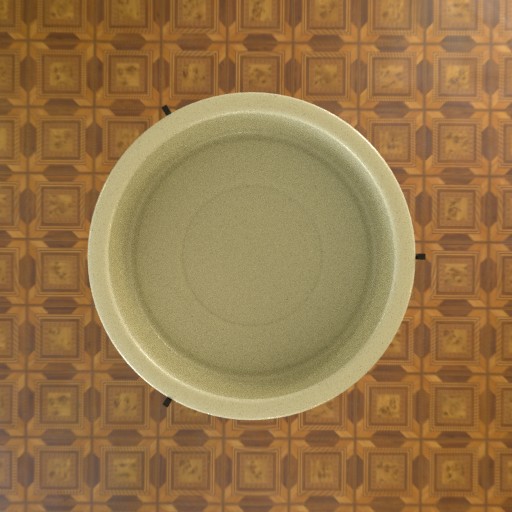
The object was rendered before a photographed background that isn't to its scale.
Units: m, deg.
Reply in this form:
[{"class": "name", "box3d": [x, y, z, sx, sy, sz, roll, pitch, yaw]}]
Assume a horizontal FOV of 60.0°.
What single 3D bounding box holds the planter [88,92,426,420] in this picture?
[{"class": "planter", "box3d": [0.000, 0.000, 0.534, 0.345, 0.171, 0.336, 0, 90, 0]}]
